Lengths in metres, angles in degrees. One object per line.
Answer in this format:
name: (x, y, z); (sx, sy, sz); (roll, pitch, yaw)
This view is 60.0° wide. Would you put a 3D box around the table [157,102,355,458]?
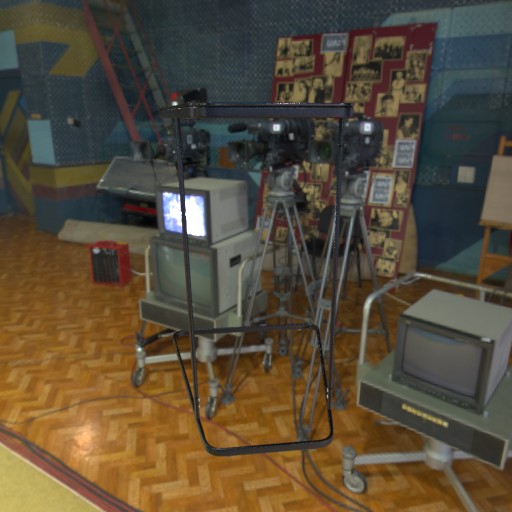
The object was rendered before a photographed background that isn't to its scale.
table: (0.000, 0.000, 0.975); (0.427, 0.624, 0.500); (-2, 17, -6)
